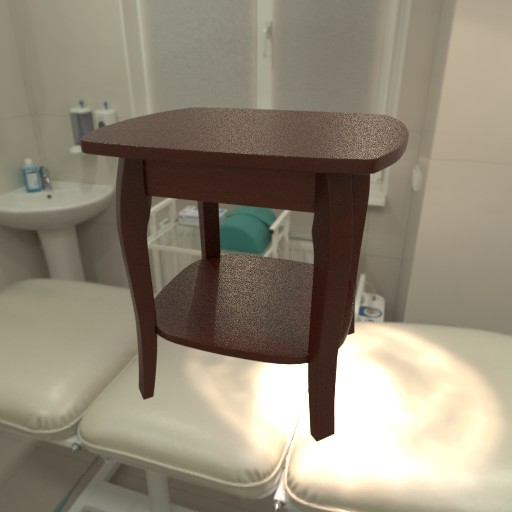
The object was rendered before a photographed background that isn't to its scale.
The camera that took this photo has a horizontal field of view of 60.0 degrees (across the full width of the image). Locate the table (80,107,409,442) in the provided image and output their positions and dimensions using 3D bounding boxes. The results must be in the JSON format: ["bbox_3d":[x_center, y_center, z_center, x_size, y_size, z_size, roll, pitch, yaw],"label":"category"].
[{"bbox_3d":[0.000,0.000,0.867,0.502,0.496,0.433,8,26,16],"label":"table"}]
